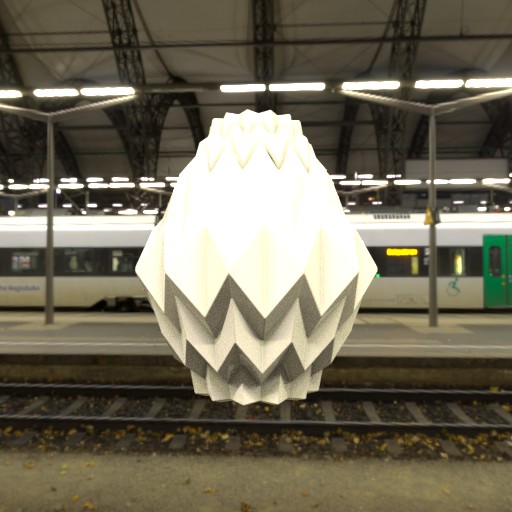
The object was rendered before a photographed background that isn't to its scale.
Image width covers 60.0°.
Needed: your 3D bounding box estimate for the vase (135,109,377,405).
[{"bbox_3d":[0.000,0.000,0.310,0.164,0.185,0.164,0,-1,0],"label":"vase"}]
